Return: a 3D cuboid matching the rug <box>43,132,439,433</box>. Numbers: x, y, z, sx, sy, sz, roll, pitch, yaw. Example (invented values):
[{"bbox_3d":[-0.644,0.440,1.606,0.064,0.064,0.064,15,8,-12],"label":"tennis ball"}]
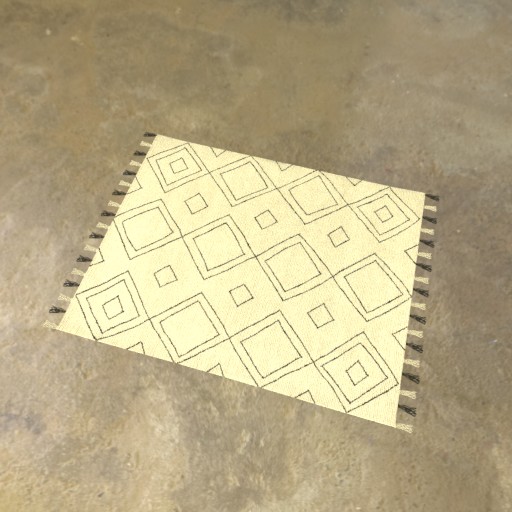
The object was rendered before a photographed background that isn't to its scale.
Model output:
[{"bbox_3d":[0.000,0.000,4.182,3.221,0.026,2.342,14,63,7],"label":"rug"}]
